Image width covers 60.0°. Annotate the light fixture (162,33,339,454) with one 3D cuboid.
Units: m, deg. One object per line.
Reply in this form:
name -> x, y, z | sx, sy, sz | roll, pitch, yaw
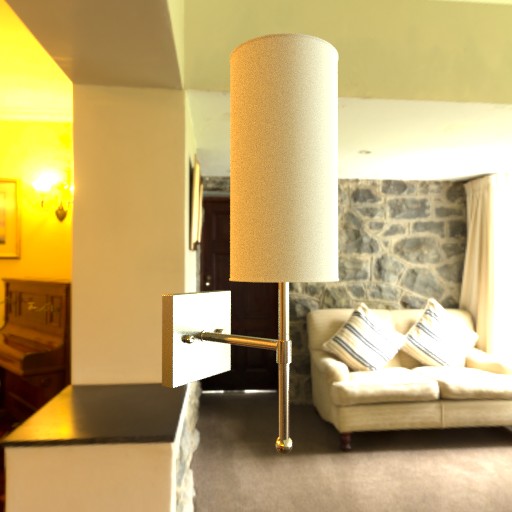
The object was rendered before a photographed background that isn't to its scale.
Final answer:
light fixture -> 0.000, 0.000, 0.545 | 0.208, 0.462, 0.128 | -1, -1, 35
